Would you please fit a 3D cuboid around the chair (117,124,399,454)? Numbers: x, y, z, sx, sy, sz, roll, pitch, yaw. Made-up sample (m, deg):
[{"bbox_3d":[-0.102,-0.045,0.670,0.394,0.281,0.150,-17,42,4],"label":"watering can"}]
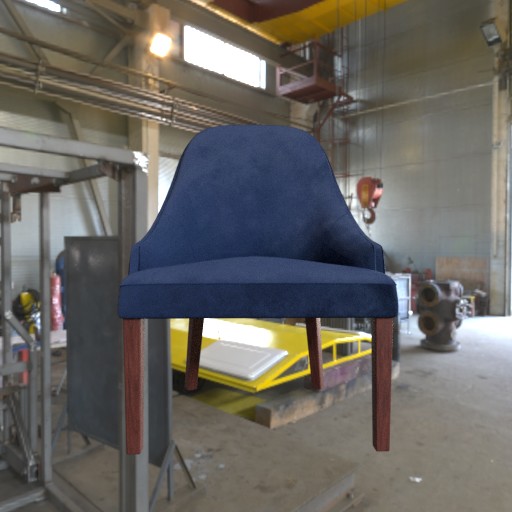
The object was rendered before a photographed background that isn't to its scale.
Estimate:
[{"bbox_3d":[0.000,0.000,1.272,0.643,0.889,0.575,0,1,-1],"label":"chair"}]
